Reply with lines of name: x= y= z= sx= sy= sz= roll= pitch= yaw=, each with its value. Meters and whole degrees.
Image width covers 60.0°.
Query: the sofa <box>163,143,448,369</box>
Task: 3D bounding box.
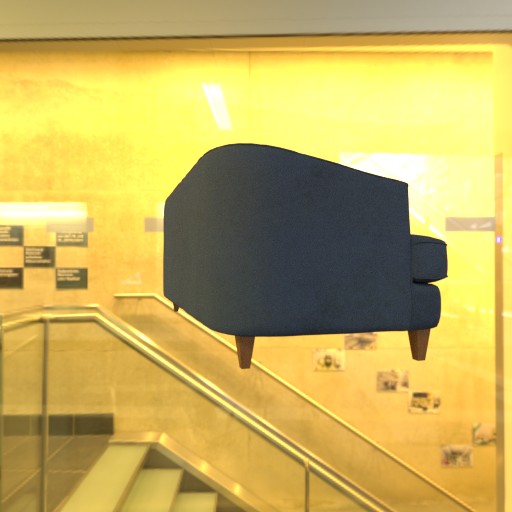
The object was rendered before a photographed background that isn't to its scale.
sofa: x=0.000 y=0.000 z=2.682 sx=0.941 sy=0.855 sz=2.278 roll=0 pitch=-1 yaw=-18
